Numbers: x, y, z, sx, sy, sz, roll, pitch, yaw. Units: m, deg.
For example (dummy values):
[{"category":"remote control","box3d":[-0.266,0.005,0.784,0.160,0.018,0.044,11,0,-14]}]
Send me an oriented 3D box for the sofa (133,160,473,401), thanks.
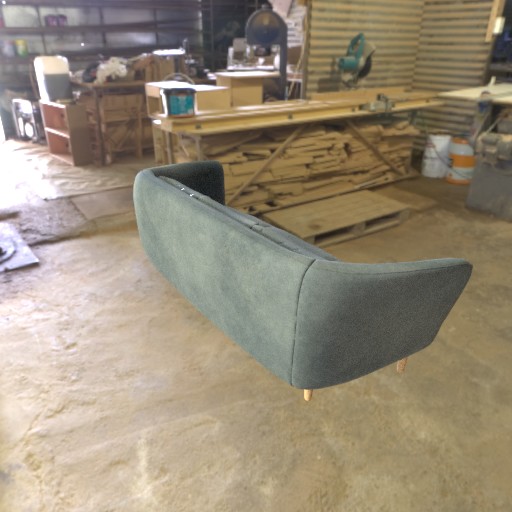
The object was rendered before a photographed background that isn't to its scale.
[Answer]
[{"category":"sofa","box3d":[0.000,0.000,2.571,0.849,0.795,2.095,-18,31,-31]}]
